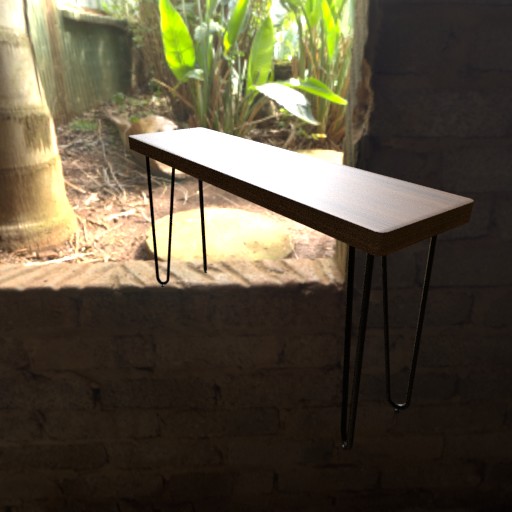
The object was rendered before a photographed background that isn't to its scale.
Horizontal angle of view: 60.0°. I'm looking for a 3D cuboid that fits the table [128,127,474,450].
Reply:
[{"bbox_3d":[0.000,0.000,1.910,0.425,0.834,1.570,-18,31,-33],"label":"table"}]
